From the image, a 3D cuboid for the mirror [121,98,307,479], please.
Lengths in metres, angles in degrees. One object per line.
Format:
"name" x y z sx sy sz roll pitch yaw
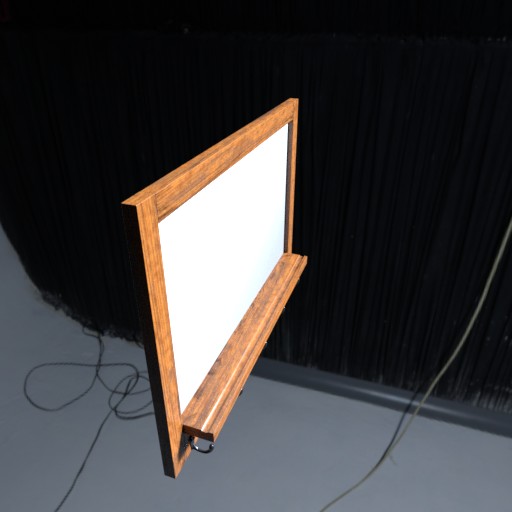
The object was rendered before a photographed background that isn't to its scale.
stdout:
"mirror" 0.000 0.000 0.977 0.084 0.537 0.758 10 31 17
